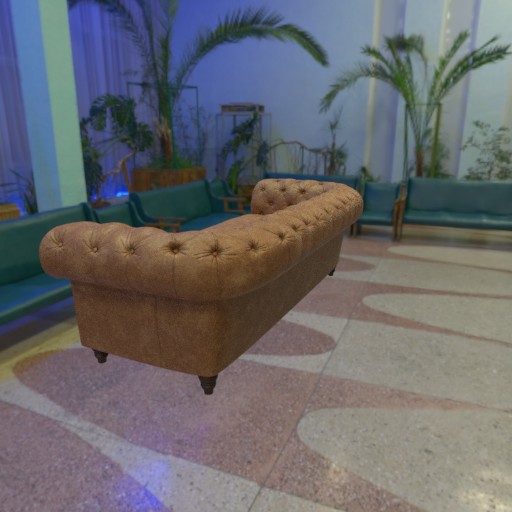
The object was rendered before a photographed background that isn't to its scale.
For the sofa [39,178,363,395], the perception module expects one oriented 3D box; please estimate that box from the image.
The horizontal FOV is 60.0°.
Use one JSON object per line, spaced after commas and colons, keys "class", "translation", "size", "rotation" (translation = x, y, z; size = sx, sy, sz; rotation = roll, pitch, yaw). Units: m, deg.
{"class": "sofa", "translation": [0.000, 0.000, 2.792], "size": [0.989, 0.760, 2.365], "rotation": [8, 17, 25]}
